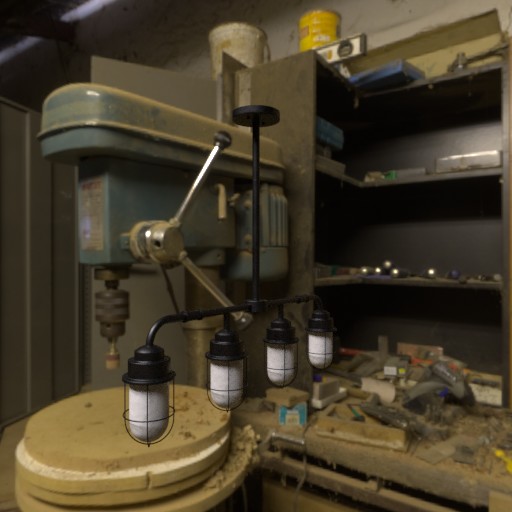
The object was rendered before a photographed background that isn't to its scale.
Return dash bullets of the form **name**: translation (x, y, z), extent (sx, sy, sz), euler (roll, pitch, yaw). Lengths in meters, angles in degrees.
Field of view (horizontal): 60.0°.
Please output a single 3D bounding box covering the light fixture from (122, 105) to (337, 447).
- **light fixture**: translation (0.000, 0.000, 1.218), extent (0.131, 0.785, 0.852), euler (0, 0, 37)
